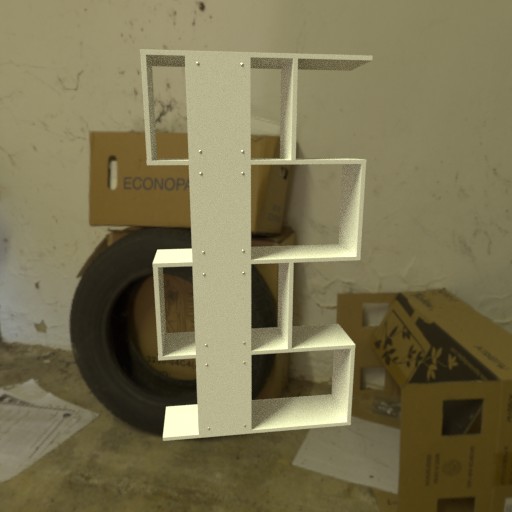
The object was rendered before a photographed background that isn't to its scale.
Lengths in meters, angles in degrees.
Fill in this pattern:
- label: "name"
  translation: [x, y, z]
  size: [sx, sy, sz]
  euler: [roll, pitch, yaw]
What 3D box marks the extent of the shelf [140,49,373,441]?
- label: "shelf"
  translation: [0.000, 0.000, 1.999]
  size: [0.890, 1.650, 0.250]
  euler: [-2, 14, -7]
